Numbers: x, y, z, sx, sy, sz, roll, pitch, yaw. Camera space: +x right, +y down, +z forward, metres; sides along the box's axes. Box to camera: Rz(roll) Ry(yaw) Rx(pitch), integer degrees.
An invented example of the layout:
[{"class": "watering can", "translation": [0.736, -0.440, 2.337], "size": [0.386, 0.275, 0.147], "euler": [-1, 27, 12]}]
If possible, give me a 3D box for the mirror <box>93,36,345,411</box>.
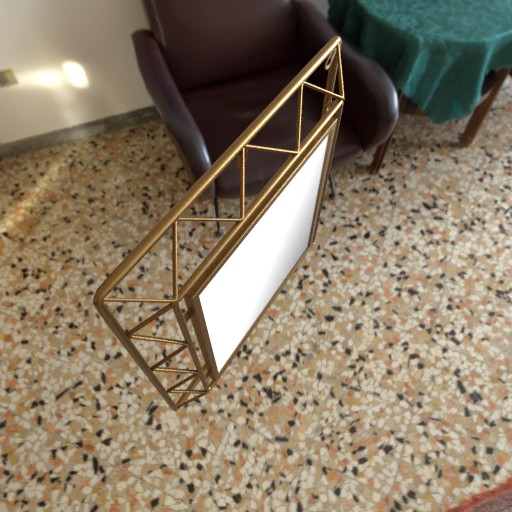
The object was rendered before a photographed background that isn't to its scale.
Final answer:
[{"class": "mirror", "translation": [0.000, 0.000, 0.606], "size": [0.046, 0.414, 0.416], "euler": [30, 64, 16]}]
